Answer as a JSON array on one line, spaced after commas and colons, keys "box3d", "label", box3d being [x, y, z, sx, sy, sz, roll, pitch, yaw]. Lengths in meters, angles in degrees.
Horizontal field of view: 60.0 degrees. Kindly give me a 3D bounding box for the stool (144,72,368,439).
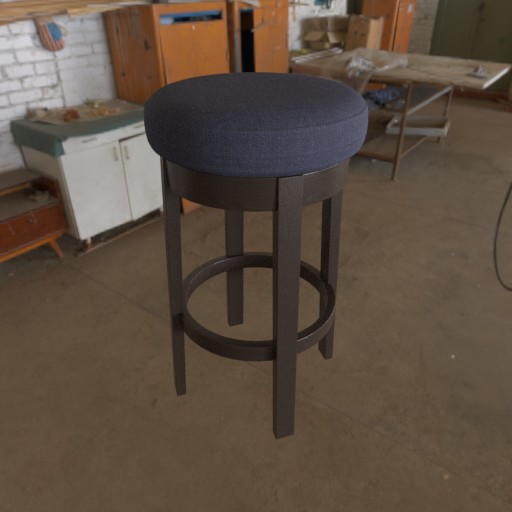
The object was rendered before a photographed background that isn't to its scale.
[{"box3d": [0.000, 0.000, 1.034, 0.446, 0.758, 0.446, 0, 32, 0], "label": "stool"}]
